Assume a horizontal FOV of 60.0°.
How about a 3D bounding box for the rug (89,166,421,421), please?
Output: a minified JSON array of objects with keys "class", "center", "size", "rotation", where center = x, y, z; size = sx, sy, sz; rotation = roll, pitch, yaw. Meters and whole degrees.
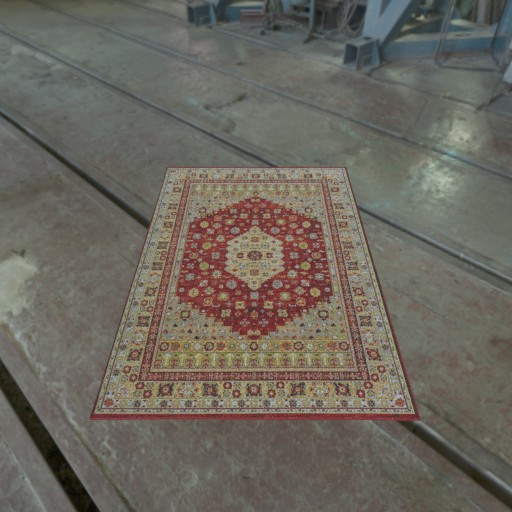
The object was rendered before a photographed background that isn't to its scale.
[{"class":"rug","center":[0.000,0.000,2.275],"size":[1.194,0.013,1.802],"rotation":[0,41,0]}]
